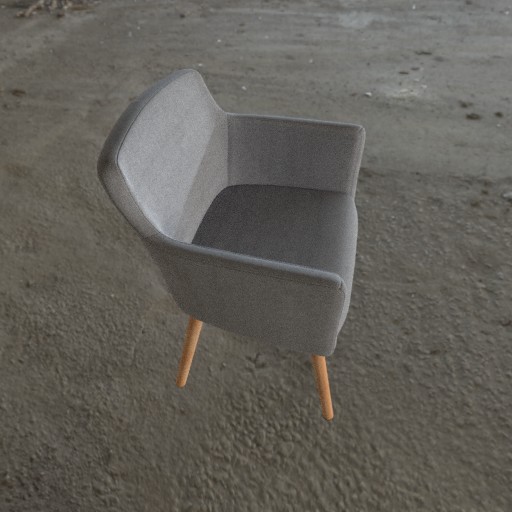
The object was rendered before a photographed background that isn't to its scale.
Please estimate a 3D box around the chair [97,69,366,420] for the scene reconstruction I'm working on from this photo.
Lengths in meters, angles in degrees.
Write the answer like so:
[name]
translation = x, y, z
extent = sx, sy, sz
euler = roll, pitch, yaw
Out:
[chair]
translation = 0.000, 0.000, 1.139
extent = 0.540, 0.780, 0.570
euler = 9, 46, 9
